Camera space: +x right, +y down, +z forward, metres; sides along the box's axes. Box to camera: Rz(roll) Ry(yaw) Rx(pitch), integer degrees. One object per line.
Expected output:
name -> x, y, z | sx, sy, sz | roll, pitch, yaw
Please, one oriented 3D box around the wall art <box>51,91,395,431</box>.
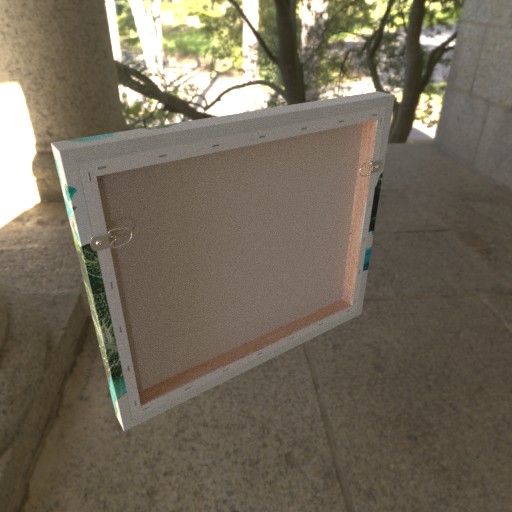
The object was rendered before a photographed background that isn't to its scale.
wall art -> 0.000, 0.000, 0.696 | 0.507, 0.435, 0.041 | -19, 36, -29
